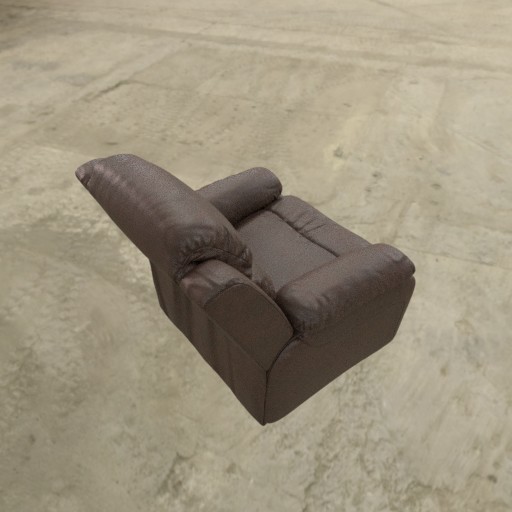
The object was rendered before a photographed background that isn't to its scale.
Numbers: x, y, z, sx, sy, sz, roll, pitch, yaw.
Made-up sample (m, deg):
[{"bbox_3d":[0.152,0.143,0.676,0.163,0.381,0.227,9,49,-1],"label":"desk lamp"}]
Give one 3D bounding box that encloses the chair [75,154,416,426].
[{"bbox_3d":[0.000,0.000,1.262,0.707,0.702,0.680,-27,47,-28],"label":"chair"}]
